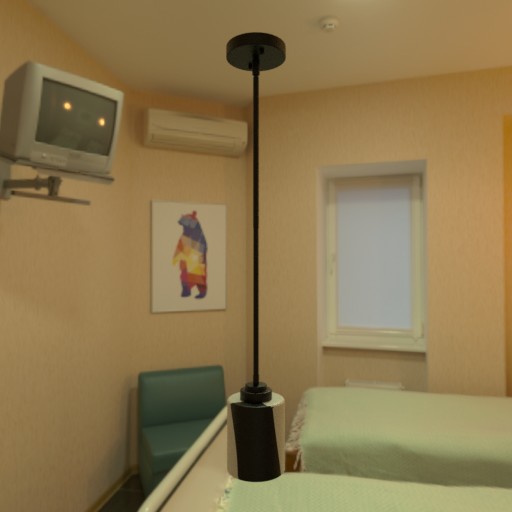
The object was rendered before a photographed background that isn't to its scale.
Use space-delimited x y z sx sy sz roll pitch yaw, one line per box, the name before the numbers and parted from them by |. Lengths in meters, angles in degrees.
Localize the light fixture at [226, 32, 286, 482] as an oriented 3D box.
light fixture | 0.000 0.000 0.910 0.123 0.863 0.123 0 -1 -19
